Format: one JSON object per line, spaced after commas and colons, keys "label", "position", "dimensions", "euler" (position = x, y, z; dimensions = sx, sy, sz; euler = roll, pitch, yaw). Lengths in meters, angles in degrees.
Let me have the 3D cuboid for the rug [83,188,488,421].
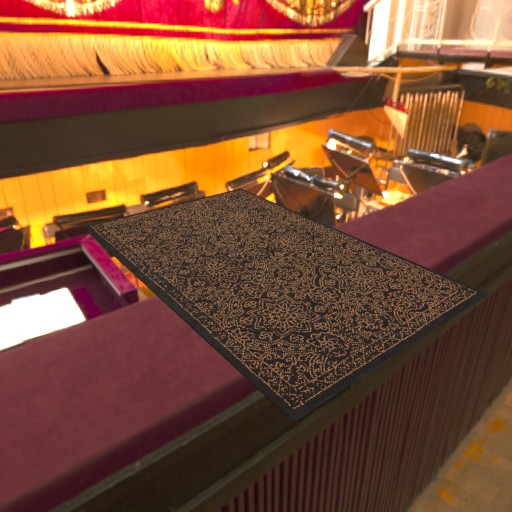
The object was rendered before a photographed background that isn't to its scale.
{"label": "rug", "position": [0.000, 0.000, 3.018], "dimensions": [1.526, 0.015, 2.441], "euler": [-20, 33, -33]}
